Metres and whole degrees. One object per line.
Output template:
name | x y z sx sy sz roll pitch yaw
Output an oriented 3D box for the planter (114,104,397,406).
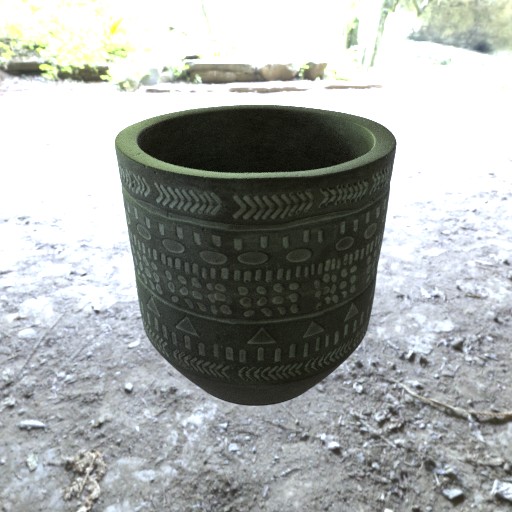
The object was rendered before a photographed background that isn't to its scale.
planter | 0.000 0.000 0.266 0.142 0.149 0.142 0 30 0
